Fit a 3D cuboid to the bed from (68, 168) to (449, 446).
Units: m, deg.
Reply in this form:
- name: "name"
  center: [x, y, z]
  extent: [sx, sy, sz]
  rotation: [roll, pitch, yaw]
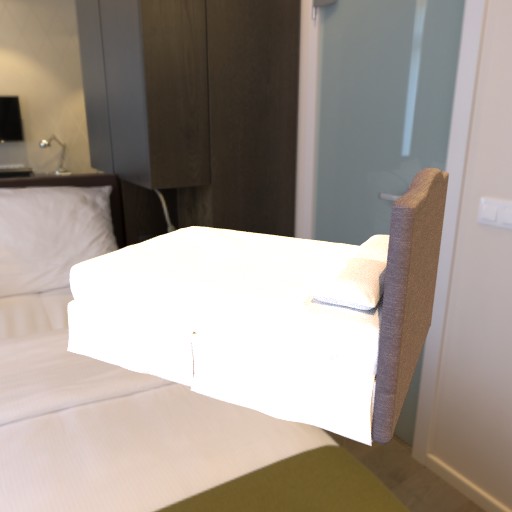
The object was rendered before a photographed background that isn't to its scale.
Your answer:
- name: "bed"
  center: [0.000, 0.000, 3.457]
  extent: [2.507, 1.441, 1.741]
  rotation: [8, 18, 26]
